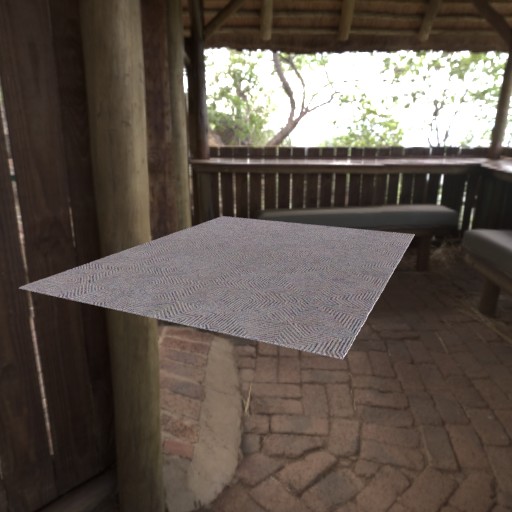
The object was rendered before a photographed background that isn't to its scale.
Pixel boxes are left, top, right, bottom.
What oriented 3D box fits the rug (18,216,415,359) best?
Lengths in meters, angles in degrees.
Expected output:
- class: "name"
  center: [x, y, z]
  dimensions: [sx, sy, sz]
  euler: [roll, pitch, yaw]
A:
- class: "rug"
  center: [0.000, 0.000, 4.091]
  dimensions: [2.442, 0.008, 3.046]
  euler: [8, 18, 24]
